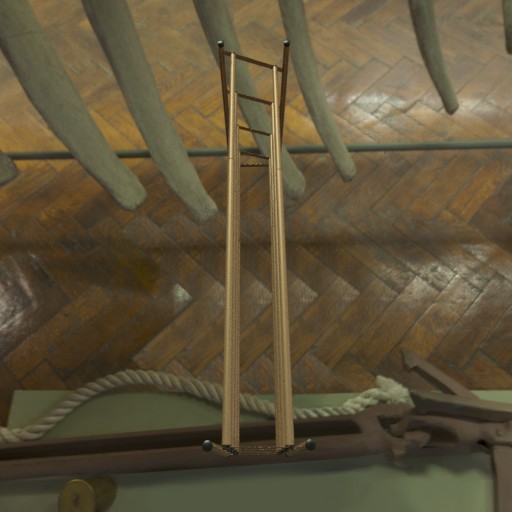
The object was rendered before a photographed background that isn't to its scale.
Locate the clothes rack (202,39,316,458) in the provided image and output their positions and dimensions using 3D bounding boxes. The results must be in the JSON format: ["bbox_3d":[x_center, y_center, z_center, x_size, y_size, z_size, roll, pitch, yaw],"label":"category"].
[{"bbox_3d":[0.000,0.000,1.423,0.229,0.672,1.168,-1,65,0],"label":"clothes rack"}]
